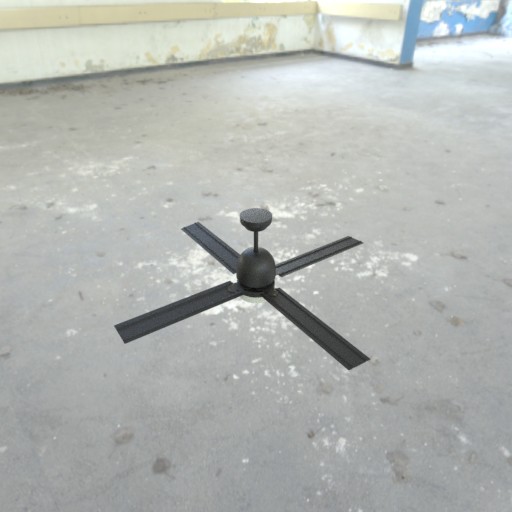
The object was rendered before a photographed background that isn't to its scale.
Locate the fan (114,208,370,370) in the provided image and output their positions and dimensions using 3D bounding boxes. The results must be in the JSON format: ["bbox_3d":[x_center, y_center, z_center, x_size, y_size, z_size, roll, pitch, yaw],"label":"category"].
[{"bbox_3d":[0.000,0.000,1.999,1.319,0.410,1.319,-21,38,-30],"label":"fan"}]
